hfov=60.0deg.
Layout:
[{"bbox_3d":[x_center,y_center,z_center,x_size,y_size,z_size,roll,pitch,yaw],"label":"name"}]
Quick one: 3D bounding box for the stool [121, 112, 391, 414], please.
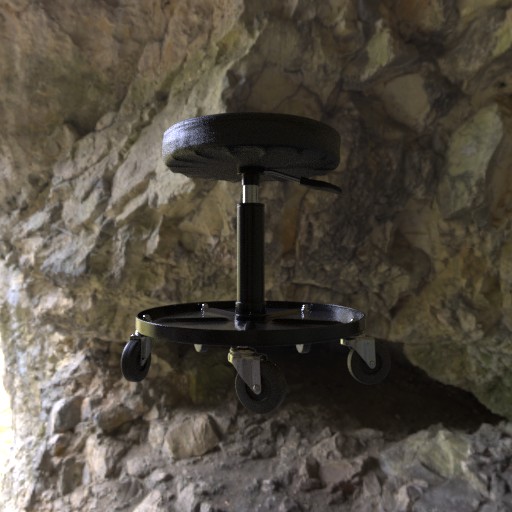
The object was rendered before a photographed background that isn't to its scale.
[{"bbox_3d":[0.000,0.000,0.686,0.382,0.365,0.381,0,0,-2],"label":"stool"}]
